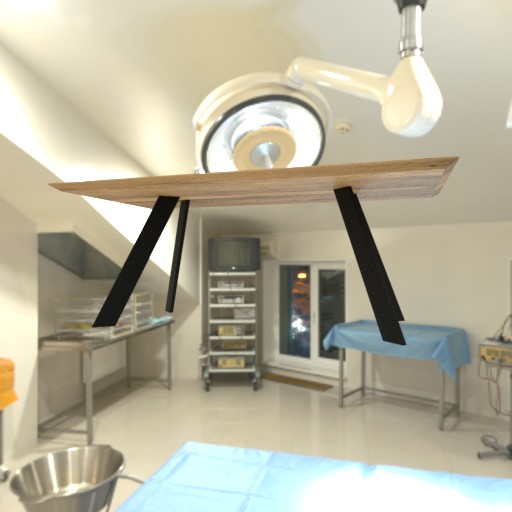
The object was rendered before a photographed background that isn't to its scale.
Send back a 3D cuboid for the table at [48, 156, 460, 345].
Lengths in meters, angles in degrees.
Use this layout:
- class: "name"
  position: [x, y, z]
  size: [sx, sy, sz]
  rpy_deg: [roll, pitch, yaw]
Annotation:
- class: "table"
  position: [0.000, 0.000, 2.515]
  size: [2.000, 0.770, 1.000]
  rpy_deg: [0, 0, 18]
